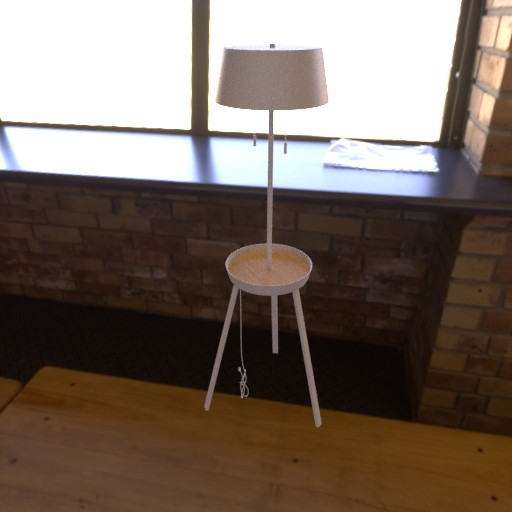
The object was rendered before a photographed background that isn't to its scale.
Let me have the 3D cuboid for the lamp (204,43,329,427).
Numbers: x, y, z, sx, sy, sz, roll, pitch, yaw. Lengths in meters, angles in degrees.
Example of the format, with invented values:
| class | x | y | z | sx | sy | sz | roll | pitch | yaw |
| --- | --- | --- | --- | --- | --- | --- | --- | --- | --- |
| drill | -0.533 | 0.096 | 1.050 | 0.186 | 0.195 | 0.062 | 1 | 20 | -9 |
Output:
| class | x | y | z | sx | sy | sz | roll | pitch | yaw |
| --- | --- | --- | --- | --- | --- | --- | --- | --- | --- |
| lamp | 0.000 | 0.000 | 1.652 | 0.468 | 1.429 | 0.508 | -10 | 30 | -17 |
